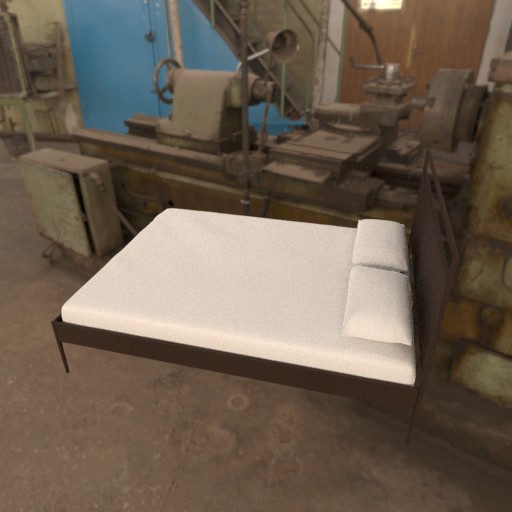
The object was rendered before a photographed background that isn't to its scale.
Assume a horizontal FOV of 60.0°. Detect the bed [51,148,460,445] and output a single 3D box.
[{"bbox_3d":[0.000,0.000,2.977,2.122,1.173,1.572,7,31,13],"label":"bed"}]
